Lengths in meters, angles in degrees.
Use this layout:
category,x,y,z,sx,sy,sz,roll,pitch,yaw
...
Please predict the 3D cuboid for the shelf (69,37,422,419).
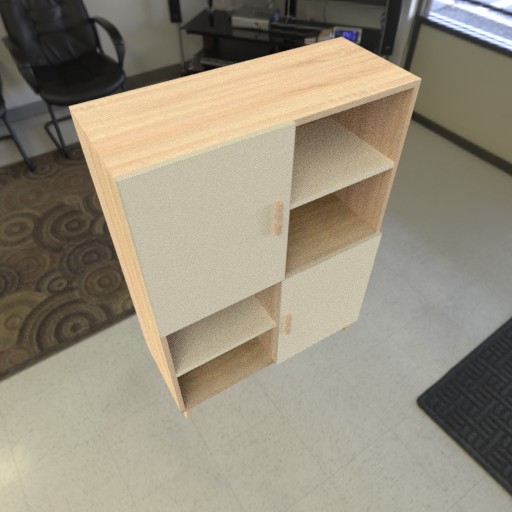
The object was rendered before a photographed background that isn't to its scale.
category,x,y,z,sx,sy,sz,roll,pitch,yaw
shelf,0.000,0.000,1.829,0.995,1.405,0.434,-24,51,-21
